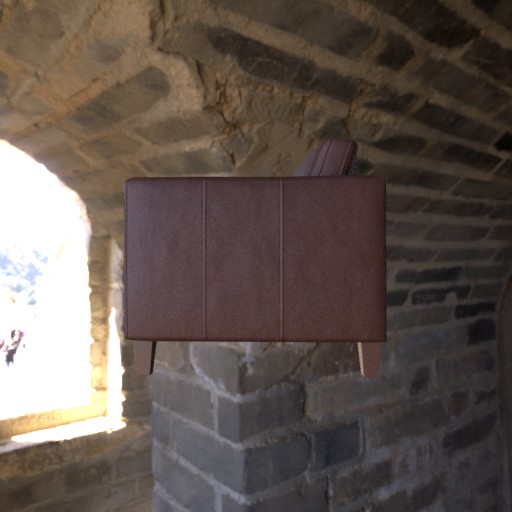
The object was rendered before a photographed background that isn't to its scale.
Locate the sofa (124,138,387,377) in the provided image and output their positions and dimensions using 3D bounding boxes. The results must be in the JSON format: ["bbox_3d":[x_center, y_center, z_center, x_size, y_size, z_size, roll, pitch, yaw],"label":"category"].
[{"bbox_3d":[0.000,0.000,2.450,0.923,0.863,1.971,0,-1,1],"label":"sofa"}]
